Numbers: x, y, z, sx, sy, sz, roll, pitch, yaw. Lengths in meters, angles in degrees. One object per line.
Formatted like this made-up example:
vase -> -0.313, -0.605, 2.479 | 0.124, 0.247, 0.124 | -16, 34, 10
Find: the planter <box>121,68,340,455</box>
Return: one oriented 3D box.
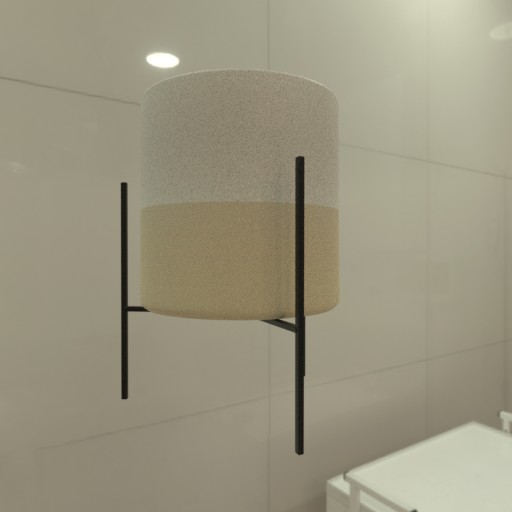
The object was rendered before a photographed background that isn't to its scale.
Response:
planter -> 0.000, 0.000, 0.537 | 0.263, 0.362, 0.267 | 0, 1, -35
